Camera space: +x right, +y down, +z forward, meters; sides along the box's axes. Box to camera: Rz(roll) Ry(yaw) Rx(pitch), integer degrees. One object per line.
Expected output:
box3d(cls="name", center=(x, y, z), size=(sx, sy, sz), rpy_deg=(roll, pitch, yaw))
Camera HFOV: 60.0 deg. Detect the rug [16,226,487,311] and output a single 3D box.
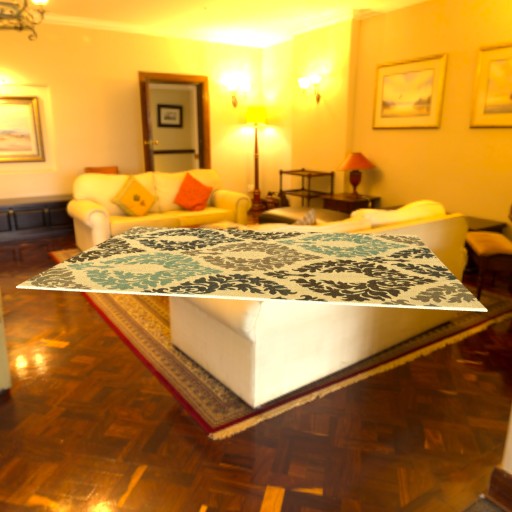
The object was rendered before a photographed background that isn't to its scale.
box3d(cls="rug", center=(0.000, 0.000, 2.826), size=(2.275, 0.014, 1.514), rpy_deg=(2, 16, 8))
